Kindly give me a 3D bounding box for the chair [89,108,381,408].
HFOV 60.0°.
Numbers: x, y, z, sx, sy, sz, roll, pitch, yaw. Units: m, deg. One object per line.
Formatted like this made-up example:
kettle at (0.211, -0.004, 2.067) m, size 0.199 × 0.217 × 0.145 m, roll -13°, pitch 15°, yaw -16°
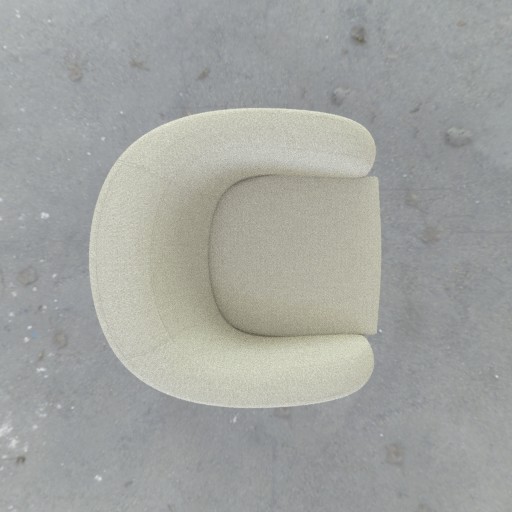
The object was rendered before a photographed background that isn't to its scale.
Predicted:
chair at (0.000, 0.000, 1.444) m, size 0.815 × 0.771 × 0.791 m, roll 0°, pitch 92°, yaw 0°
